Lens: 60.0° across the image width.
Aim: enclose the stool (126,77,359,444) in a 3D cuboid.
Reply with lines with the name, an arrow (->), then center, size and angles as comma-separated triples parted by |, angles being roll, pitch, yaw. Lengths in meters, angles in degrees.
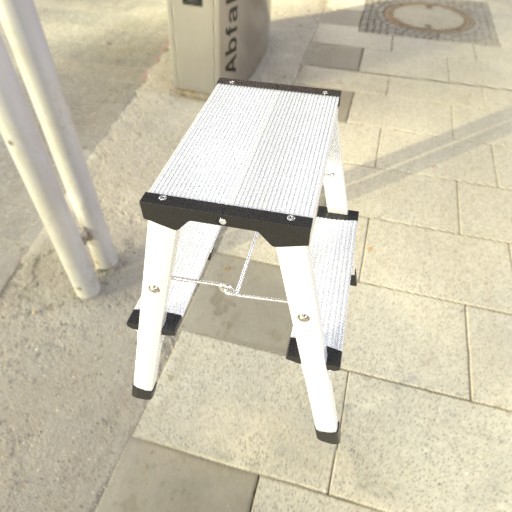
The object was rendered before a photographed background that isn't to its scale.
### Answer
stool -> 0.000, 0.000, 0.788 | 0.405, 0.480, 0.404 | 10, 48, 9
